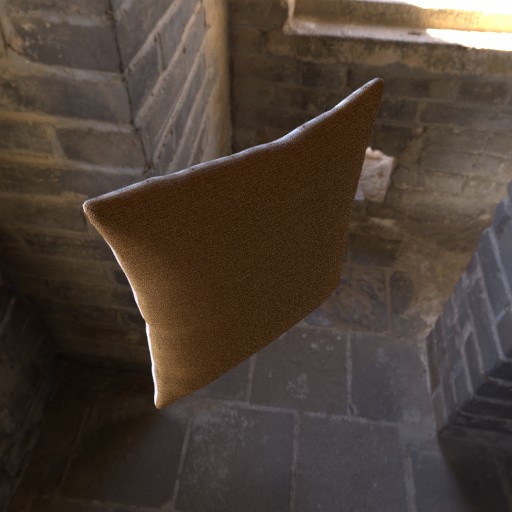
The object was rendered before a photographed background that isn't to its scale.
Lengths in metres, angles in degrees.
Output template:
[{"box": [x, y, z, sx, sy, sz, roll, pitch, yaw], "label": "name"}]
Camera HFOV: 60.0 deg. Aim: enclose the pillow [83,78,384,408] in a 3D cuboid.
[{"box": [0.000, 0.000, 0.666, 0.432, 0.437, 0.147, -32, 54, -26], "label": "pillow"}]
